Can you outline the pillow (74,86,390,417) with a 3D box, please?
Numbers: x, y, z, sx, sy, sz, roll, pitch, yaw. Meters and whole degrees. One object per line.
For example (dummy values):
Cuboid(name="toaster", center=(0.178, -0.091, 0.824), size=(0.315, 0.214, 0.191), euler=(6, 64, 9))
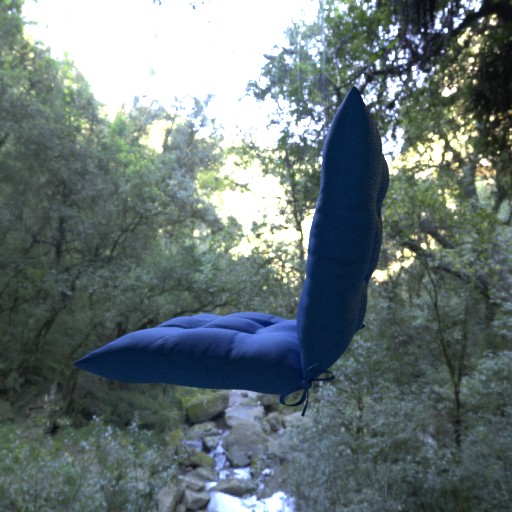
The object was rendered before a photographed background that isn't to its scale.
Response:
Cuboid(name="pillow", center=(0.000, 0.000, 1.012), size=(0.585, 0.536, 0.541), euler=(0, 0, 18))
